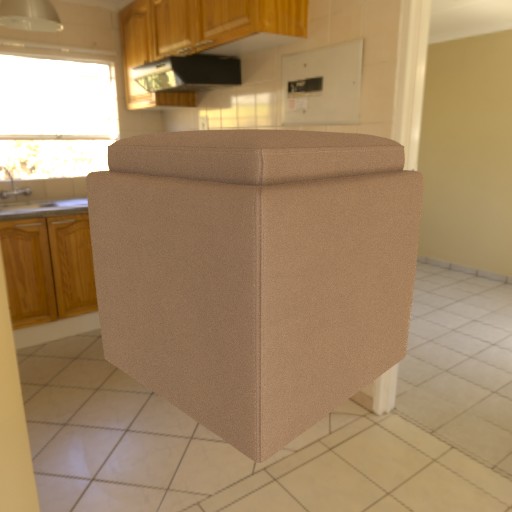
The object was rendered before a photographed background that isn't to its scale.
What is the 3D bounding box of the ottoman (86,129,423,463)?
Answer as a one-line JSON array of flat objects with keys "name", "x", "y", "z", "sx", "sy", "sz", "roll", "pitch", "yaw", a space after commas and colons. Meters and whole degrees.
[{"name": "ottoman", "x": 0.000, "y": 0.000, "z": 0.840, "sx": 0.451, "sy": 0.460, "sz": 0.450, "roll": 14, "pitch": 20, "yaw": 42}]
